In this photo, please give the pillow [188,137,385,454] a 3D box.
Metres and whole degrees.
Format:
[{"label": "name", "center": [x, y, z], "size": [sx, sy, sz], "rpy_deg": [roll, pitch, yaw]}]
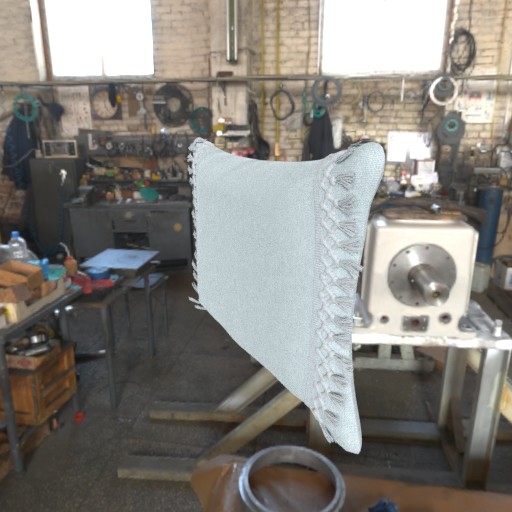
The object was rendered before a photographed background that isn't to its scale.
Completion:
[{"label": "pillow", "center": [0.000, 0.000, 0.592], "size": [0.084, 0.305, 0.466], "rpy_deg": [-7, 17, -25]}]
